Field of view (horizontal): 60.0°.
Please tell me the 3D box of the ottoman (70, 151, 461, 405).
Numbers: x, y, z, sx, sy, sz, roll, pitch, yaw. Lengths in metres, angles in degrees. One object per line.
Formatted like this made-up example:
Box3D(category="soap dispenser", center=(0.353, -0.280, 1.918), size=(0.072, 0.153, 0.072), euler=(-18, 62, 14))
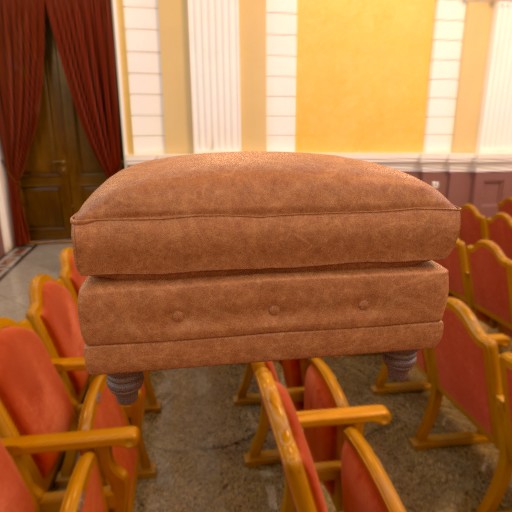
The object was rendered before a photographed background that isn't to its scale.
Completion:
Box3D(category="ottoman", center=(0.000, 0.000, 1.055), size=(0.710, 0.480, 0.533), euler=(-3, 17, -9))
